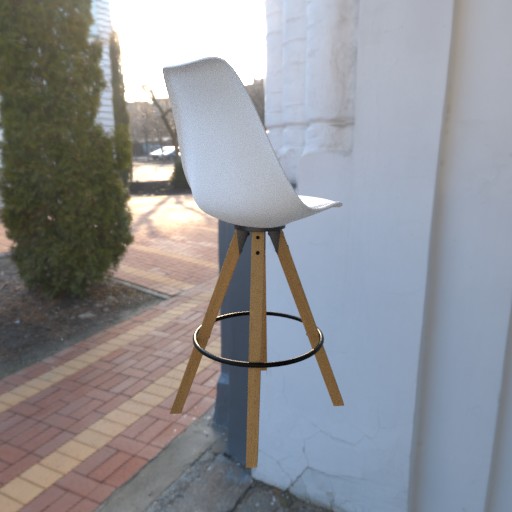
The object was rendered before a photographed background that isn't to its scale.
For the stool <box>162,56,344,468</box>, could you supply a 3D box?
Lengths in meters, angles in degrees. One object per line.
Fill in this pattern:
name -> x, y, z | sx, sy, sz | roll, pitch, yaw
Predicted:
stool -> 0.000, 0.000, 1.440 | 0.482, 1.115, 0.549 | 13, 19, 43
